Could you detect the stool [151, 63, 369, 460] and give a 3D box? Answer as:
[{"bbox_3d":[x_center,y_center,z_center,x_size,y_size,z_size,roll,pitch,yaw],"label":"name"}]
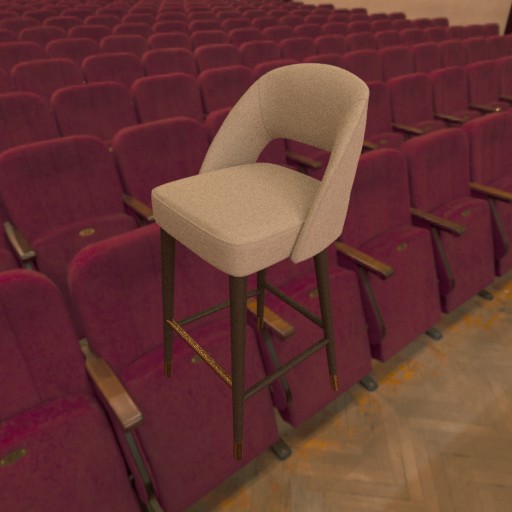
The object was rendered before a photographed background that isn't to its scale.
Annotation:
[{"bbox_3d":[0.000,0.000,1.345,0.509,1.037,0.494,-22,37,-32],"label":"stool"}]
